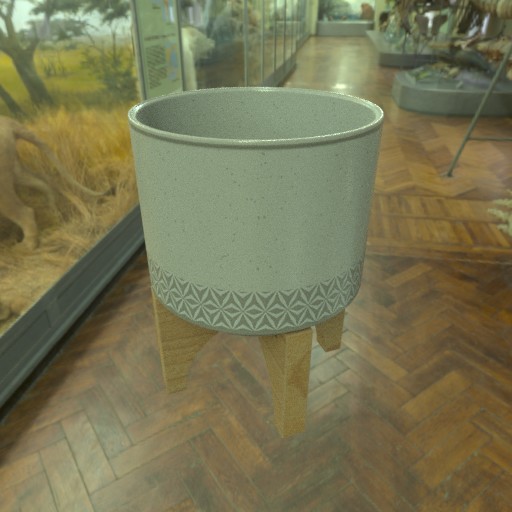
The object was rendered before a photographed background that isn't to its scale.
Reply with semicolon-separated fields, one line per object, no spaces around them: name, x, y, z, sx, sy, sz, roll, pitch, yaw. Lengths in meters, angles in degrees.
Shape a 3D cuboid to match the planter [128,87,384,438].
planter;0.000;0.000;0.274;0.130;0.178;0.130;0;30;0
